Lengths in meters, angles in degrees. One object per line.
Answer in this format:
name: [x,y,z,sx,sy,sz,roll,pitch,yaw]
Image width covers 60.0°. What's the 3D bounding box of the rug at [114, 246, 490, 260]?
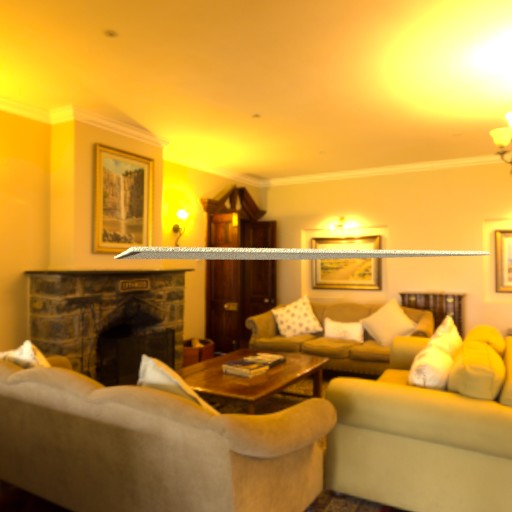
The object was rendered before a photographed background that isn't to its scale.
rug: [0.000,0.000,4.132,2.438,0.029,3.047,0,-1,-19]
